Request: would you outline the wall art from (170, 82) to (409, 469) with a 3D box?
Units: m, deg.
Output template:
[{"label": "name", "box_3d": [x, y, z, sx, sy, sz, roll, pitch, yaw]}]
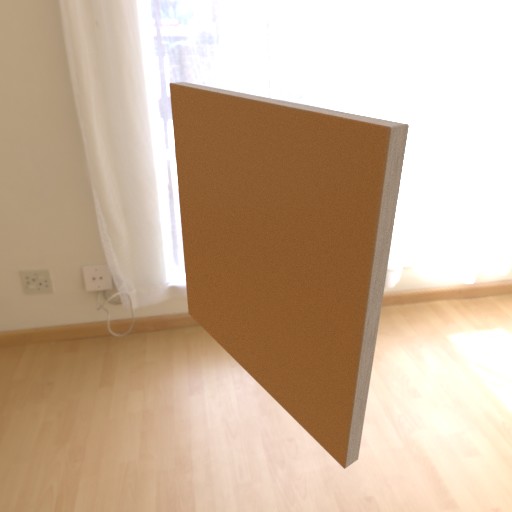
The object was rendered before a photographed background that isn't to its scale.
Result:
[{"label": "wall art", "box_3d": [0.000, 0.000, 1.900, 0.078, 1.288, 1.287, -18, 32, -31]}]
